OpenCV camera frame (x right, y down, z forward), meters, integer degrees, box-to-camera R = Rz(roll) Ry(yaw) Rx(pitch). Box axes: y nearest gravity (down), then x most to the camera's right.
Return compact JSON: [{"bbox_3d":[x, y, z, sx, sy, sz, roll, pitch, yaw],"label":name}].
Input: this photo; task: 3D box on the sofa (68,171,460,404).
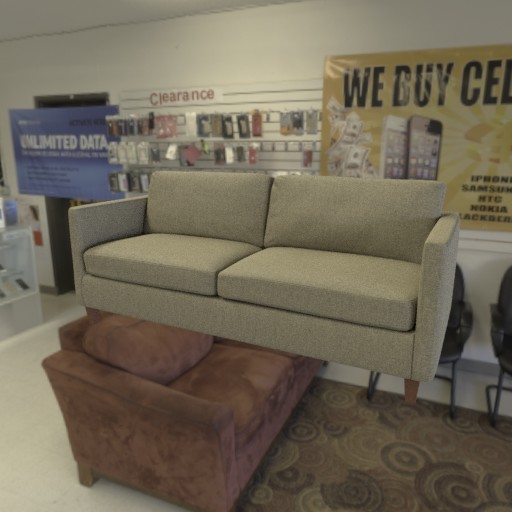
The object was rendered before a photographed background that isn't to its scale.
[{"bbox_3d":[0.000,0.000,2.714,2.208,0.960,0.956,7,16,26],"label":"sofa"}]
